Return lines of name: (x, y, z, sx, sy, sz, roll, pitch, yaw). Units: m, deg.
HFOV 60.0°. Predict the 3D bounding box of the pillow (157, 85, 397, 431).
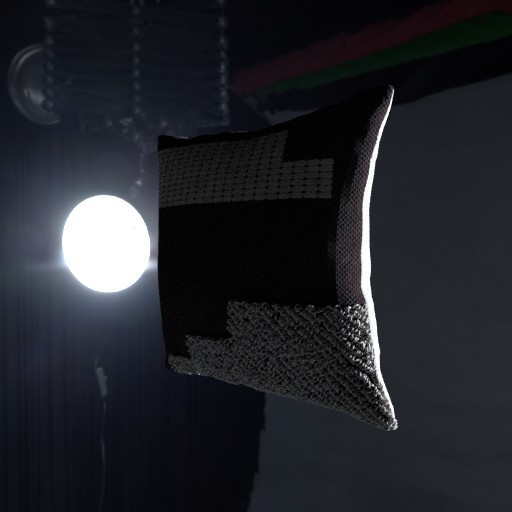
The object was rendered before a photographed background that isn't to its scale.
pillow: (0.000, 0.000, 0.736, 0.475, 0.473, 0.178, 0, 0, 37)
